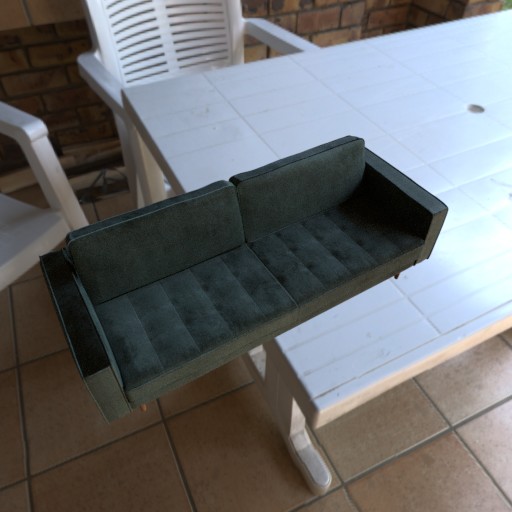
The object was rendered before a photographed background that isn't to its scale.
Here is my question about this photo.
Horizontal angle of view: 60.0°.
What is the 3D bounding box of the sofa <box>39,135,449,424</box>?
[{"bbox_3d":[0.000,0.000,2.612,2.214,0.781,0.886,-23,50,-21],"label":"sofa"}]
